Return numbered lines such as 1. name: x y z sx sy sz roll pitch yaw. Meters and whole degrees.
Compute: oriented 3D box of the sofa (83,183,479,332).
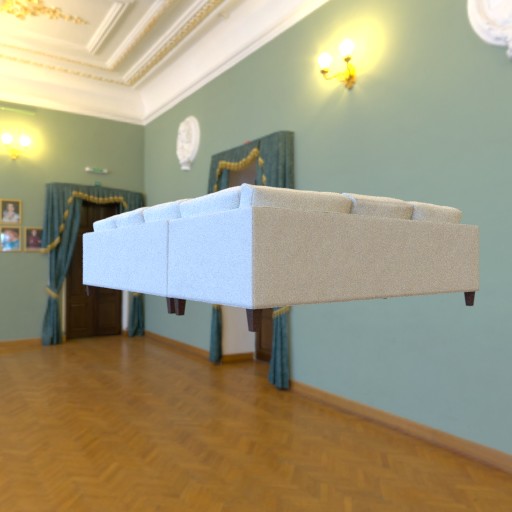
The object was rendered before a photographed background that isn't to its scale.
1. sofa: 0.000 0.000 4.346 2.432 0.863 3.182 0 -1 -37
